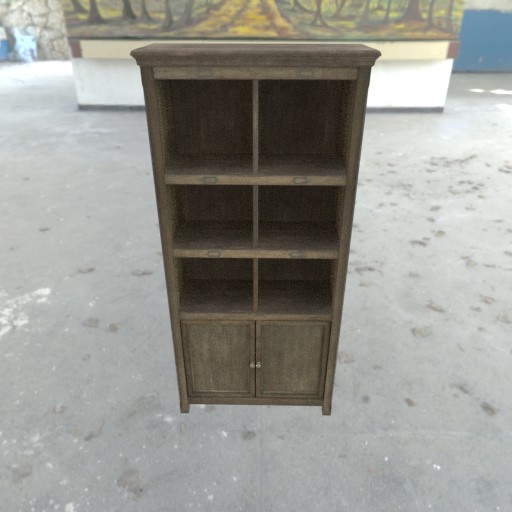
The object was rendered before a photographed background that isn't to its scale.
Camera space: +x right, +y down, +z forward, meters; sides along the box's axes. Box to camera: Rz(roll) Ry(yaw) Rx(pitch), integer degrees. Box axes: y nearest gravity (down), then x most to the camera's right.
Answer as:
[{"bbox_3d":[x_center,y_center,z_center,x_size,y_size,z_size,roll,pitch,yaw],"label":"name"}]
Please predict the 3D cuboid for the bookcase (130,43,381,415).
[{"bbox_3d":[0.000,0.000,2.195,0.906,1.880,0.348,1,29,1],"label":"bookcase"}]
